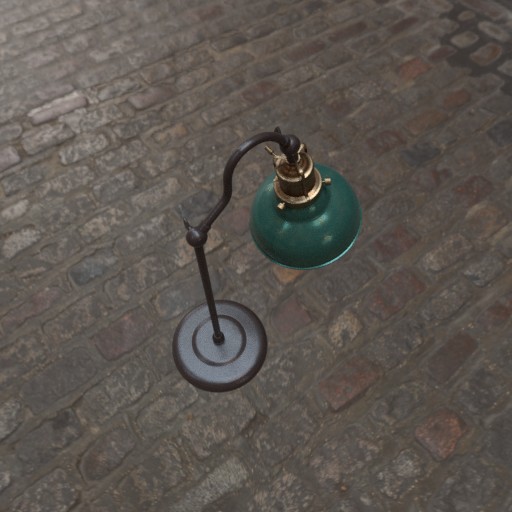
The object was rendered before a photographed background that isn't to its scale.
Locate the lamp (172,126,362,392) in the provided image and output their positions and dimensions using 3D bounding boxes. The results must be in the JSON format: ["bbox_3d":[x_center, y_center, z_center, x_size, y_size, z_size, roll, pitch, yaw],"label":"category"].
[{"bbox_3d":[0.000,0.000,0.707,0.374,0.508,0.192,-33,64,-18],"label":"lamp"}]
